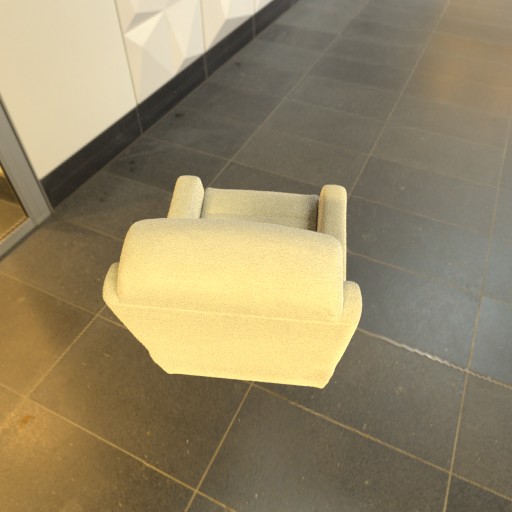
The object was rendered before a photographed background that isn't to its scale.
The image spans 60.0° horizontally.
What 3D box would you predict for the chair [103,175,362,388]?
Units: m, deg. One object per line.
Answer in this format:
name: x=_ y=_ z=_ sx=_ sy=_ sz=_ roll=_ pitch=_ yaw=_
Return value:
chair: x=0.000 y=0.000 z=1.725 sx=0.798 sy=1.013 sz=1.043 roll=4 pitch=48 yaw=4
